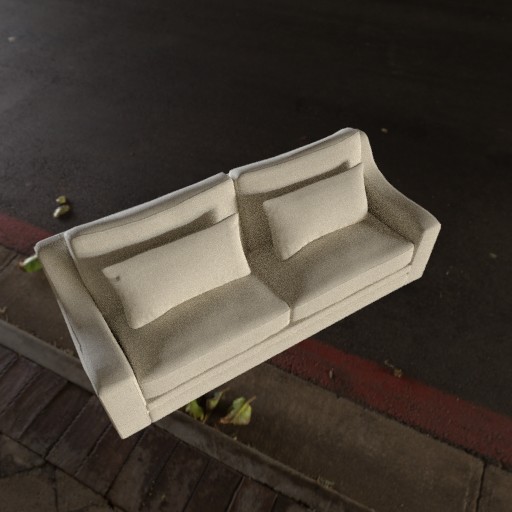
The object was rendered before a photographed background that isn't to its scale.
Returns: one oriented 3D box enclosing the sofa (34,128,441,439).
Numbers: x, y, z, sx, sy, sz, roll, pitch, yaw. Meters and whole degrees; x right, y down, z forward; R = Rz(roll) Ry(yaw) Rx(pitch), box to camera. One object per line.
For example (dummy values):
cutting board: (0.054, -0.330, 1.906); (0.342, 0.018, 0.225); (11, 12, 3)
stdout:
sofa: (0.000, 0.000, 2.991); (2.470, 1.022, 1.009); (-24, 51, -21)
